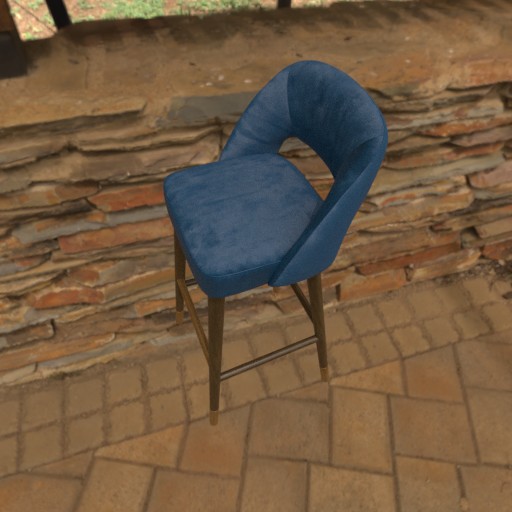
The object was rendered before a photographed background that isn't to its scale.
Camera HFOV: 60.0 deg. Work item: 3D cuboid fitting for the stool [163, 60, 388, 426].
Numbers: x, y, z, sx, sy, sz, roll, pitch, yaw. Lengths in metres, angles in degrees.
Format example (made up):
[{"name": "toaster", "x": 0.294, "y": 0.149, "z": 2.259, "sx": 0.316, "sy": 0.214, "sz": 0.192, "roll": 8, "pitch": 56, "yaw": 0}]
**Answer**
[{"name": "stool", "x": 0.000, "y": 0.000, "z": 1.338, "sx": 0.515, "sy": 1.016, "sz": 0.514, "roll": -16, "pitch": 49, "yaw": -15}]
